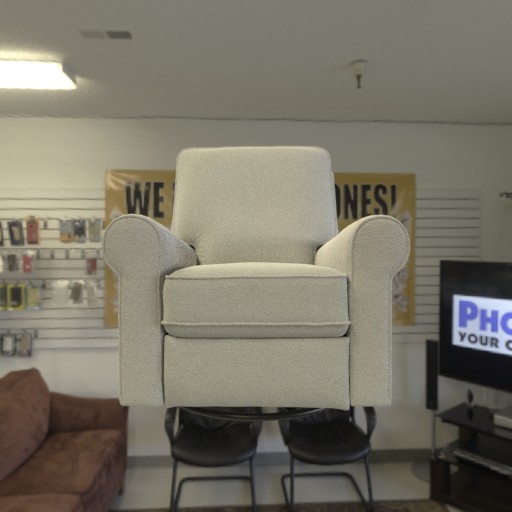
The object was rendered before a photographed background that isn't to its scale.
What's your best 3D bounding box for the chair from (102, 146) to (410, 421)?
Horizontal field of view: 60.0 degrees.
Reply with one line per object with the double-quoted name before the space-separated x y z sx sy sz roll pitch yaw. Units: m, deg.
"chair" 0.000 0.000 1.661 0.890 0.960 0.878 0 1 0
